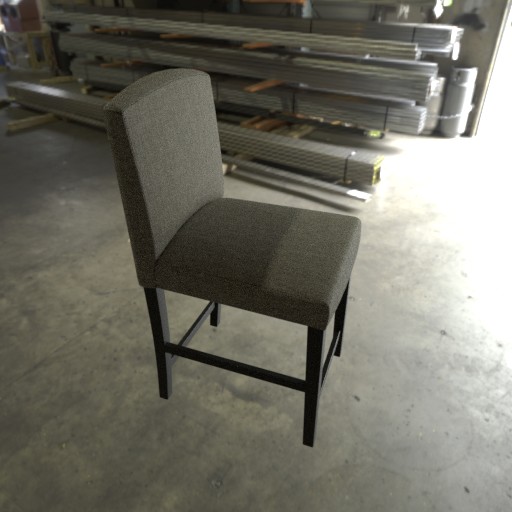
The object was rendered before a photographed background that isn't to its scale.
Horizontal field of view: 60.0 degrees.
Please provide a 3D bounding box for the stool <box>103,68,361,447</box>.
[{"bbox_3d":[0.000,0.000,1.277,0.552,0.966,0.451,11,34,17],"label":"stool"}]
